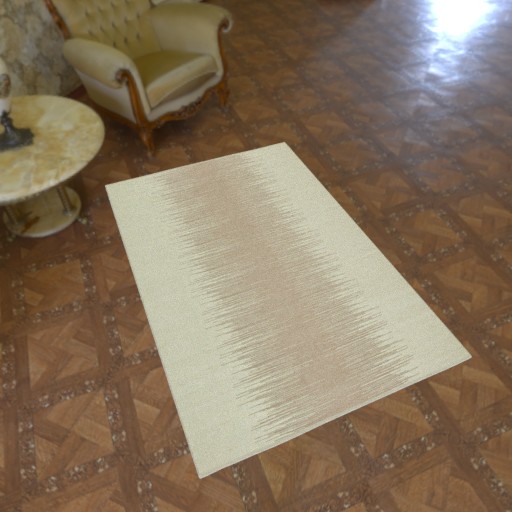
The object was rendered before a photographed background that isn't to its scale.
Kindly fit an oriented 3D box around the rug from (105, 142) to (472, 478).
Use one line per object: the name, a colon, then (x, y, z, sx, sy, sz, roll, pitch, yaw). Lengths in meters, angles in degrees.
rug: (0.000, 0.000, 2.322, 1.234, 0.006, 1.850, -17, 49, -16)
